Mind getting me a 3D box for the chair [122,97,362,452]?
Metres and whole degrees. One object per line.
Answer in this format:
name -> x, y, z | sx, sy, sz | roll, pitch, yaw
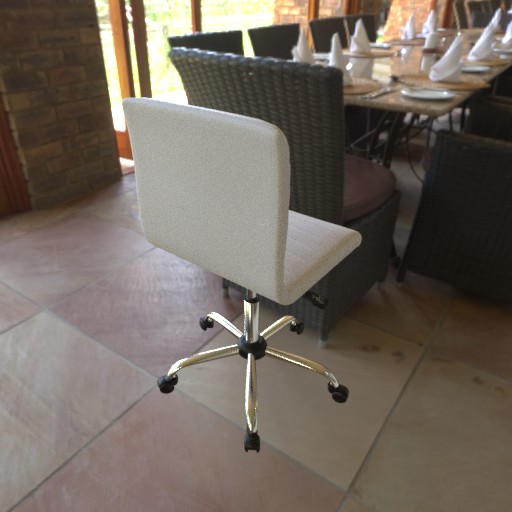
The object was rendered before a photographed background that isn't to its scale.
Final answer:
chair -> 0.000, 0.000, 1.059 | 0.520, 0.750, 0.455 | 22, 37, 32
